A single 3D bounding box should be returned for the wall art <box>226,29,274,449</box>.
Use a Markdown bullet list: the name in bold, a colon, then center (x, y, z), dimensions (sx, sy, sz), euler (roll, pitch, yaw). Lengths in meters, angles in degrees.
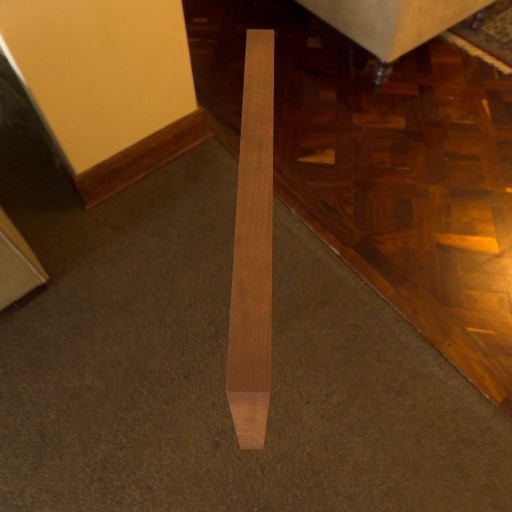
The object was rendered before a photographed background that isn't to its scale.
- **wall art**: center (0.000, 0.000, 0.543), dimensions (0.030, 0.328, 0.401), euler (1, 60, 1)
